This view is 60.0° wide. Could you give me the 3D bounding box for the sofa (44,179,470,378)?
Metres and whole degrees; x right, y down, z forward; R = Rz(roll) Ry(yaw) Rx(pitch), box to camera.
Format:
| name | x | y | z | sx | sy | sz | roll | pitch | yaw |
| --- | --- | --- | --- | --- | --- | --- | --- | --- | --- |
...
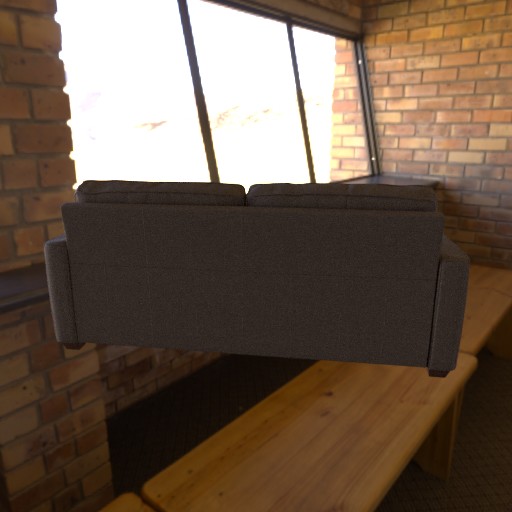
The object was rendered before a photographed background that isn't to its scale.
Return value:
| name | x | y | z | sx | sy | sz | roll | pitch | yaw |
| --- | --- | --- | --- | --- | --- | --- | --- | --- | --- |
| sofa | 0.000 | 0.000 | 2.547 | 2.080 | 0.919 | 0.940 | 2 | 16 | 8 |
